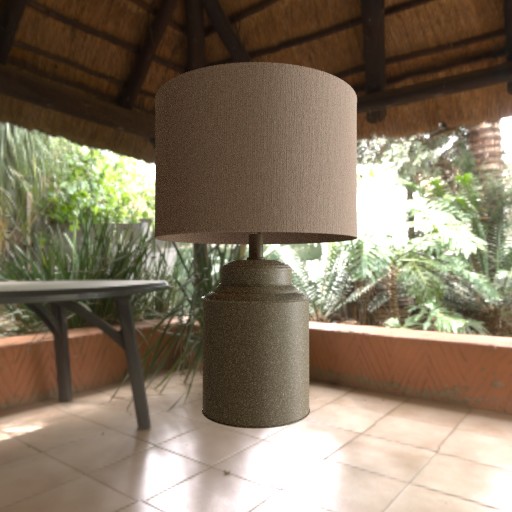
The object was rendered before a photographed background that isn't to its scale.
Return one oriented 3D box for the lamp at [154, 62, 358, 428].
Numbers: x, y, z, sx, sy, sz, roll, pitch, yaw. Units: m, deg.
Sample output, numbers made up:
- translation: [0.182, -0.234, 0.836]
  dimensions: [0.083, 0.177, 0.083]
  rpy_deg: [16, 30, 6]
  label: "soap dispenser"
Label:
- translation: [0.000, 0.000, 0.710]
  dimensions: [0.318, 0.486, 0.318]
  rpy_deg: [0, -1, 0]
  label: "lamp"
